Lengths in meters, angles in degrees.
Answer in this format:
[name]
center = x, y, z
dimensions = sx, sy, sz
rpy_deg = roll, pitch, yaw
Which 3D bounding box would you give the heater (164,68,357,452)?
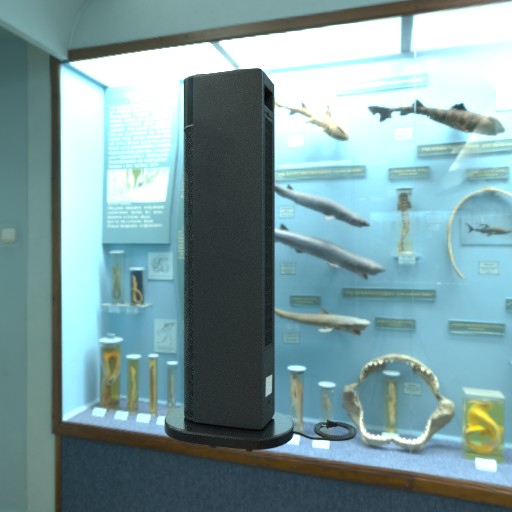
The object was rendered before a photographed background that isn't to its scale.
[heater]
center = 0.000, 0.000, 1.057
dimensions = 0.458, 0.856, 0.214
rpy_deg = 0, 1, 20
